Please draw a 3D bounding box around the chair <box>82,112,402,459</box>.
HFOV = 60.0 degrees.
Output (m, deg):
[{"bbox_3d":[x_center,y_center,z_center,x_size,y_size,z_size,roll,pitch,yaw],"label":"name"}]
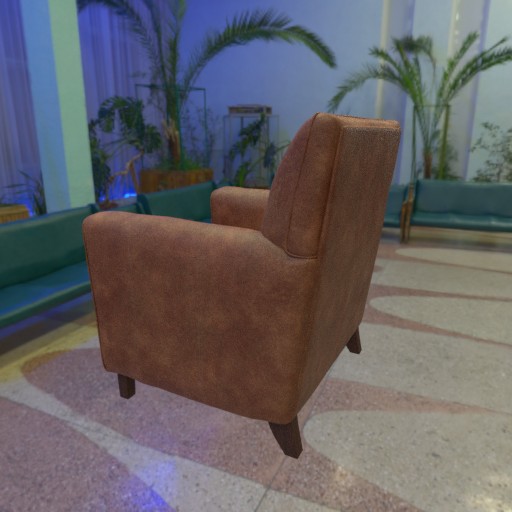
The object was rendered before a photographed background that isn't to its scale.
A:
[{"bbox_3d":[0.000,0.000,1.590,0.823,0.943,0.870,8,17,26],"label":"chair"}]
